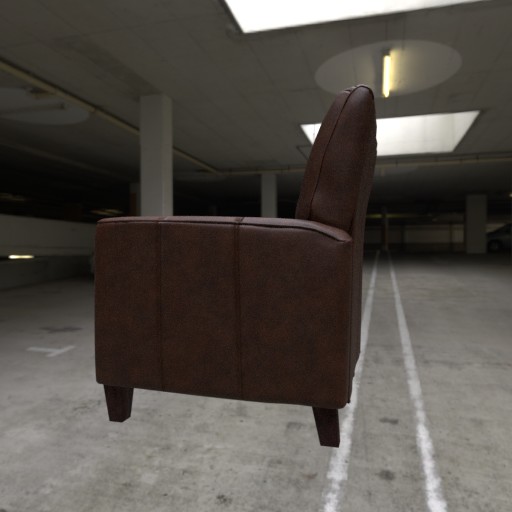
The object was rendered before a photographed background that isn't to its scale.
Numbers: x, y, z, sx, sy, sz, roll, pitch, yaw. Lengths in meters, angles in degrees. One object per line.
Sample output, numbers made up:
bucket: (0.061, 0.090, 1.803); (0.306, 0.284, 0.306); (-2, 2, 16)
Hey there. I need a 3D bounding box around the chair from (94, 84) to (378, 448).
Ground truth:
chair: (0.000, 0.000, 1.613); (0.850, 1.010, 0.839); (0, 0, 16)
